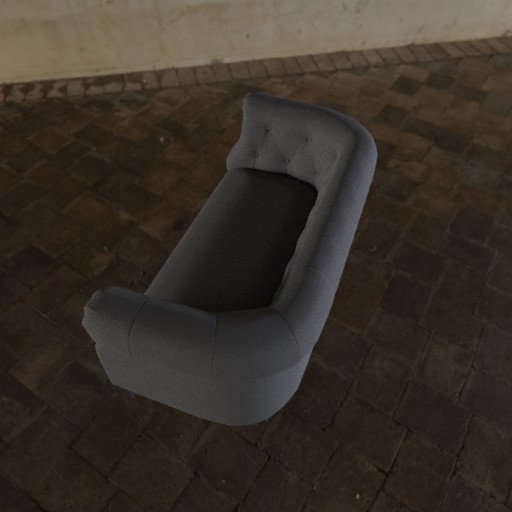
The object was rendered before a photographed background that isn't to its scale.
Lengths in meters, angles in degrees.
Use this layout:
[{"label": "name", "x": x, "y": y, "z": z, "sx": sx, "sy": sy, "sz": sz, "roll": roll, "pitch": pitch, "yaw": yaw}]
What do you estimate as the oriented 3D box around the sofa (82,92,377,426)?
[{"label": "sofa", "x": 0.000, "y": 0.000, "z": 2.072, "sx": 0.835, "sy": 0.827, "sz": 1.558, "roll": 16, "pitch": 50, "yaw": 14}]
